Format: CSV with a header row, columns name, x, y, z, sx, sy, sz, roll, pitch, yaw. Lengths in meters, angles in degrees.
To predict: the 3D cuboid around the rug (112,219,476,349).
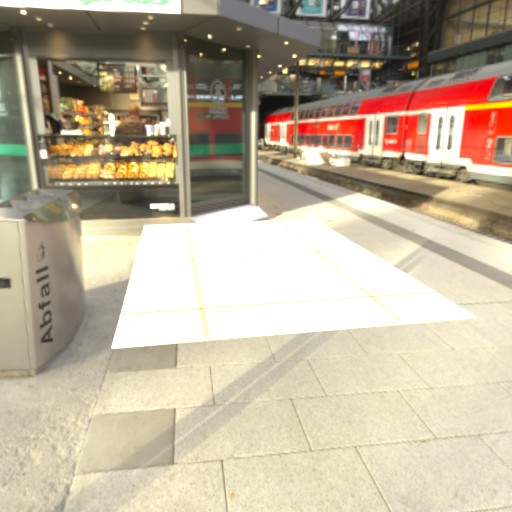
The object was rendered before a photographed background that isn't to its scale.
name,x,y,z,sx,sy,sz,roll,pitch,yaw
rug,0.000,0.000,2.302,1.232,0.015,1.825,-3,16,-10
